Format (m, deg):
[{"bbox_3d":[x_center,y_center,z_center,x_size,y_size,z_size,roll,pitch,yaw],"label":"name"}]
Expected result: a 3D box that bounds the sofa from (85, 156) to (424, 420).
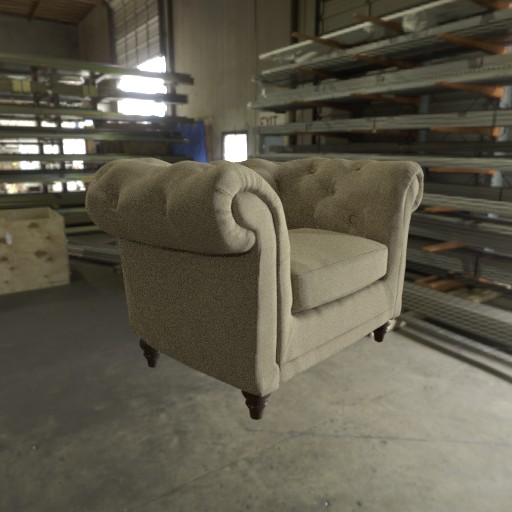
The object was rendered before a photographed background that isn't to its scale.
[{"bbox_3d":[0.000,0.000,2.023,1.034,0.878,1.405,12,18,42],"label":"sofa"}]
